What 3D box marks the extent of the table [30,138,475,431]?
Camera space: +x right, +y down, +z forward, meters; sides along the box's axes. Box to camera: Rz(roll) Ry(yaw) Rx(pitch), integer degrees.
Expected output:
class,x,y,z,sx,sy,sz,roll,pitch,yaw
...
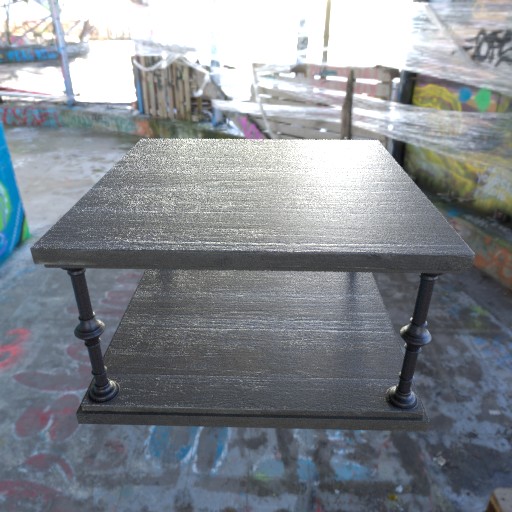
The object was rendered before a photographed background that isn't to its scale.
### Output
class,x,y,z,sx,sy,sz,roll,pitch,yaw
table,0.000,0.000,1.093,0.696,0.400,0.696,1,29,1
